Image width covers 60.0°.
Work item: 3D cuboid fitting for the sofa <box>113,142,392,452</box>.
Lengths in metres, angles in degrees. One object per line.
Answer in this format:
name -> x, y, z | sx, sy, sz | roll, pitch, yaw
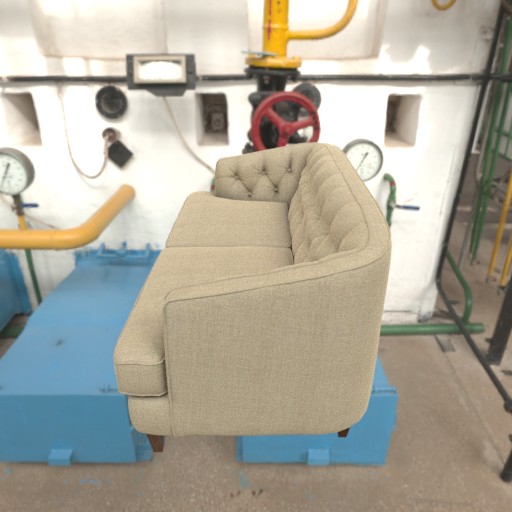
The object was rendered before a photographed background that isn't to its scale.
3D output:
sofa -> 0.000, 0.000, 2.195 | 0.941, 0.855, 1.733 | 1, 27, 1
